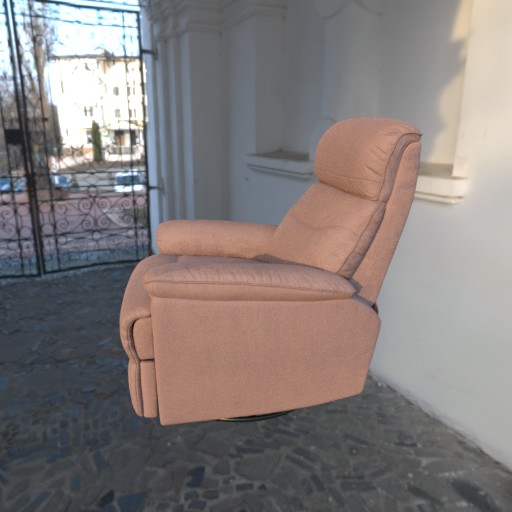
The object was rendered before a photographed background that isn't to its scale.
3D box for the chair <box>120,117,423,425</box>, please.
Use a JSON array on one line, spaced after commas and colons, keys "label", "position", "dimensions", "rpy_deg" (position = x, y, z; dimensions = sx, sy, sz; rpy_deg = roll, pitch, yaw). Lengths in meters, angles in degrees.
[{"label": "chair", "position": [0.000, 0.000, 1.729], "dimensions": [1.004, 1.037, 0.820], "rpy_deg": [-2, 16, -9]}]
